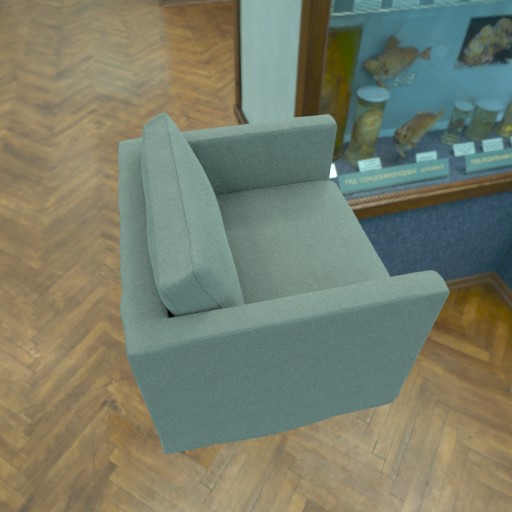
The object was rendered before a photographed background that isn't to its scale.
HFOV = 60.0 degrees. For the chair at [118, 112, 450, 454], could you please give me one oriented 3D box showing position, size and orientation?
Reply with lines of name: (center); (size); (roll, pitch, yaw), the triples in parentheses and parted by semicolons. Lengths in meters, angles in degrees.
chair: (0.000, 0.000, 1.728); (0.949, 0.863, 1.057); (-10, 47, -9)
